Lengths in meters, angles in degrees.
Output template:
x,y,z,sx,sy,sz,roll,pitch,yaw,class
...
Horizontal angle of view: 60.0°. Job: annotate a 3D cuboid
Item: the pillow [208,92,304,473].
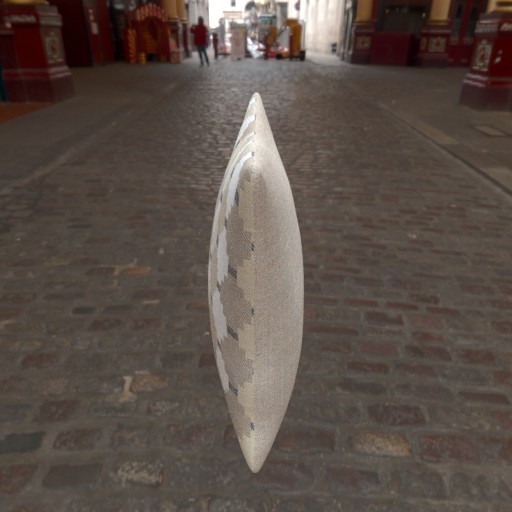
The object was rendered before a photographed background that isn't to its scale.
x,y,z,sx,sy,sz,roll,pitch,yaw,class
0.000,0.000,0.896,0.192,0.558,0.578,0,27,0,pillow
